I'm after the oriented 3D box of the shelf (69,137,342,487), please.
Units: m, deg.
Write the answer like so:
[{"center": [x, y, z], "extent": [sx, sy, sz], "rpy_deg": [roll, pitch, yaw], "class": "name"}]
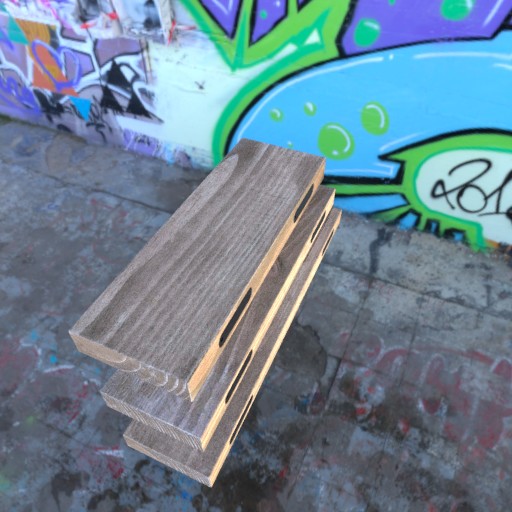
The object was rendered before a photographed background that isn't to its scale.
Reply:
[{"center": [0.000, 0.000, 0.724], "extent": [0.140, 0.293, 0.610], "rpy_deg": [18, 48, 17], "class": "shelf"}]
